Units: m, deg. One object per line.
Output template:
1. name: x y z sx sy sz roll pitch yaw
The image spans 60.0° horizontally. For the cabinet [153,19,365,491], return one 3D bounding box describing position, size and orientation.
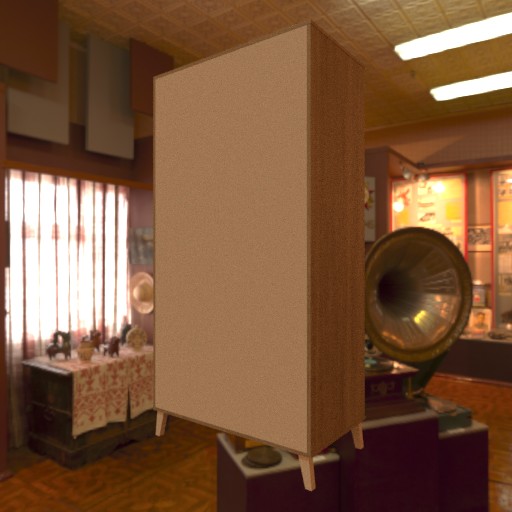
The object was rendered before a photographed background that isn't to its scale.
1. cabinet: 0.000 0.000 2.400 1.006 1.999 0.571 0 0 37
